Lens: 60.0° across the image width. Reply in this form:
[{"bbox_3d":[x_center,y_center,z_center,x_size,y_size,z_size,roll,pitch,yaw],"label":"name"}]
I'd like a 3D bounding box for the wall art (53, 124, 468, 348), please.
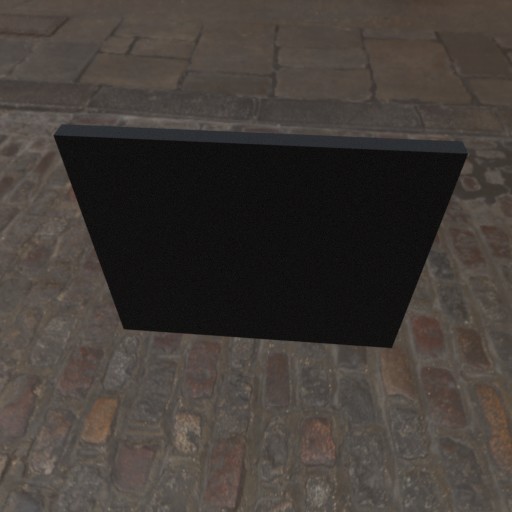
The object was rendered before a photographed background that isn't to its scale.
[{"bbox_3d":[0.000,0.000,0.767,0.558,0.457,0.031,3,45,3],"label":"wall art"}]
